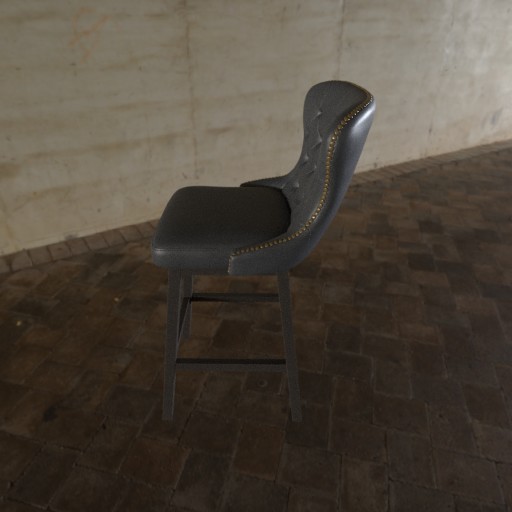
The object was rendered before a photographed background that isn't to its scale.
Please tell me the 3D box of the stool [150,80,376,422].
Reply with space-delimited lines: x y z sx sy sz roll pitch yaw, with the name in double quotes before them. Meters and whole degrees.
"stool" 0.000 0.000 1.362 0.593 0.971 0.528 0 29 1
